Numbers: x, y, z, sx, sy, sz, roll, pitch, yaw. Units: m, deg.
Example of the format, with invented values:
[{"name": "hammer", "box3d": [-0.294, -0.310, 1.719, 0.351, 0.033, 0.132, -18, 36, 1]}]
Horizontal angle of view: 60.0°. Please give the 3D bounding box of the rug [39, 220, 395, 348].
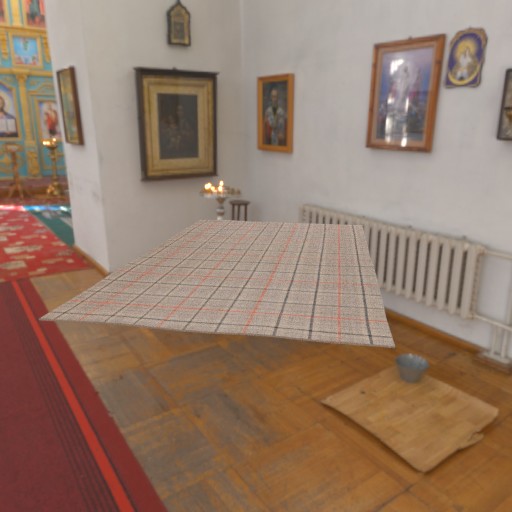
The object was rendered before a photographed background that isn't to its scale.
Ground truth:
[{"name": "rug", "box3d": [0.000, 0.000, 2.993, 1.524, 0.015, 2.439, 3, 15, 10]}]
